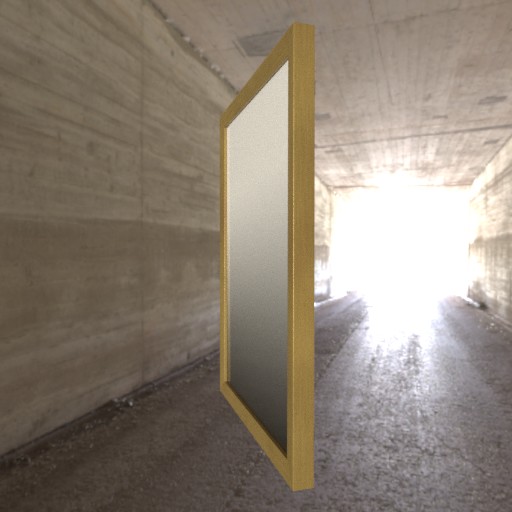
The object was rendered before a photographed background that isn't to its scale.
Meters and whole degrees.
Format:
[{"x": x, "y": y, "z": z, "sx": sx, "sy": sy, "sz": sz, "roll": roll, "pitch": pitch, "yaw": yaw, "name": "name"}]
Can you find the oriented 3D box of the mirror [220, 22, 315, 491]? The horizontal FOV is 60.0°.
[{"x": 0.000, "y": 0.000, "z": 0.917, "sx": 0.040, "sy": 0.710, "sz": 0.507, "roll": 0, "pitch": 1, "yaw": -17, "name": "mirror"}]
